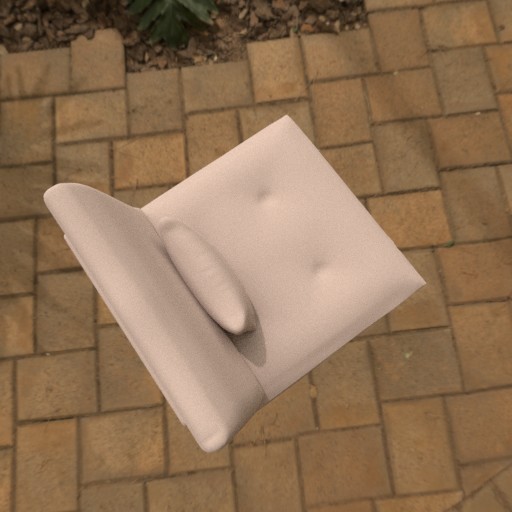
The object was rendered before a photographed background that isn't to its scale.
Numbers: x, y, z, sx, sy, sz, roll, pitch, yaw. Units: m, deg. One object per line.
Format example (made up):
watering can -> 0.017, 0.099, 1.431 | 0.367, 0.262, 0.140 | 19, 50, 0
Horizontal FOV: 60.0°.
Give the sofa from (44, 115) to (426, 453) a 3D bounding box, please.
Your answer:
sofa -> 0.000, 0.000, 1.669 | 1.000, 0.828, 0.935 | -35, 79, -8
